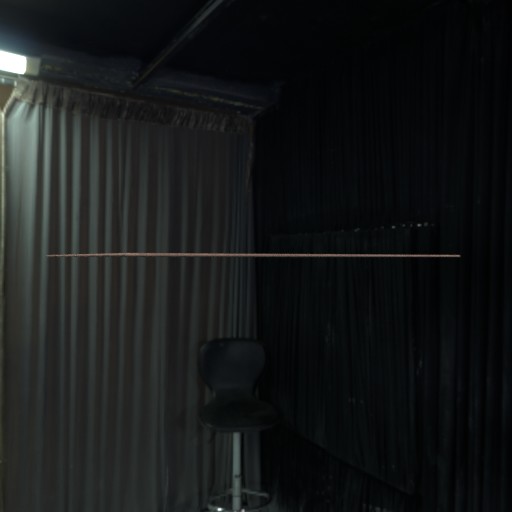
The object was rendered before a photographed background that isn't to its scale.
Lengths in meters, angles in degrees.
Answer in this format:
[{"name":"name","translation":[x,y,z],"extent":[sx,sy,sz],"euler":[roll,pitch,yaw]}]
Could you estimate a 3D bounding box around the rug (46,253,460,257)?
[{"name":"rug","translation":[0.000,0.000,2.931],"extent":[2.286,0.011,1.524],"euler":[0,0,-35]}]
